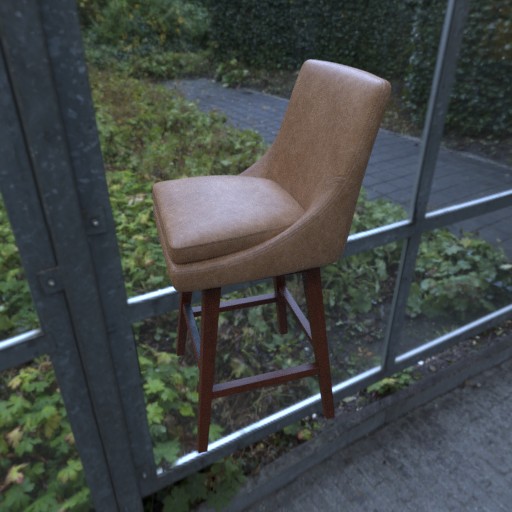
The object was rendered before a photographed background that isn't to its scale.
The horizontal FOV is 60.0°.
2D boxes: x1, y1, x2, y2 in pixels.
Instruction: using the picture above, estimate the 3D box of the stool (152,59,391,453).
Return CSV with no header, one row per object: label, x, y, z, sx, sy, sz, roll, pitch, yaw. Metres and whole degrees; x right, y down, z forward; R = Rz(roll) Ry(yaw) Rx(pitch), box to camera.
stool,0.000,0.000,1.390,0.572,1.079,0.487,-9,31,-15
